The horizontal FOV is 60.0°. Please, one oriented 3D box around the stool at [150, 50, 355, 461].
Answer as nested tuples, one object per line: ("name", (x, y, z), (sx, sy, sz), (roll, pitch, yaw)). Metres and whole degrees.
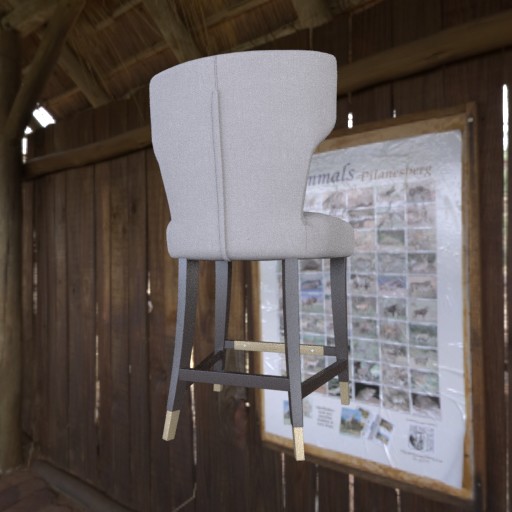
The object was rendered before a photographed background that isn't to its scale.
("stool", (0.000, 0.000, 1.315), (0.527, 0.982, 0.563), (0, 0, 19))
